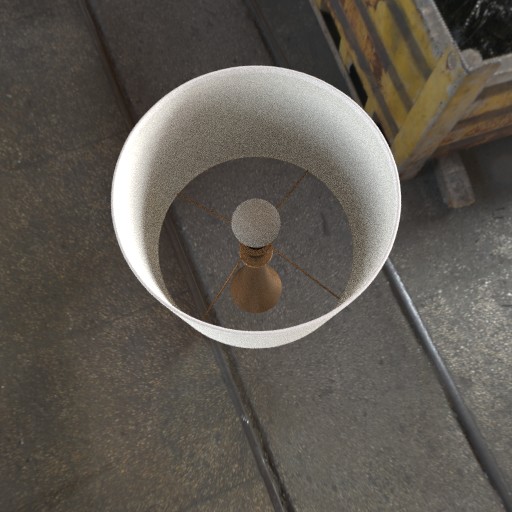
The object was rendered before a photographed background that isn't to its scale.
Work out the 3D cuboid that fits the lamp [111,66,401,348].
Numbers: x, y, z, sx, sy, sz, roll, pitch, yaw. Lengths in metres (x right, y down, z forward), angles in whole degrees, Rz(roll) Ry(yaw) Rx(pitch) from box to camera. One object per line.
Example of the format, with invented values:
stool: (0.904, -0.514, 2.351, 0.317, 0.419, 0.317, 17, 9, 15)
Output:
lamp: (0.000, 0.000, 0.641, 0.268, 0.479, 0.268, 33, 77, 8)
